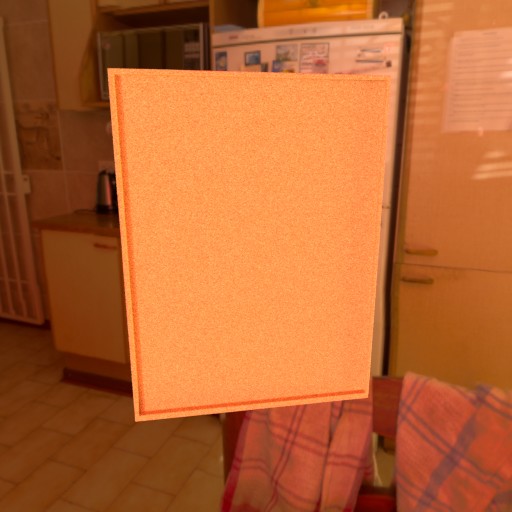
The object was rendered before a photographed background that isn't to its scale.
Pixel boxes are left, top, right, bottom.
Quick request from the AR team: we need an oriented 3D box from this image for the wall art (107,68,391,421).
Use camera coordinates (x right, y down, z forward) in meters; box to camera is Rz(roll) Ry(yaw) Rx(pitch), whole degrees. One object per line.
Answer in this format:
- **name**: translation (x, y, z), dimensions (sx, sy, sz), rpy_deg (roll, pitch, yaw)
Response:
- **wall art**: translation (0.000, 0.000, 1.316), dimensions (0.762, 1.015, 0.031), rpy_deg (-3, 15, -10)
